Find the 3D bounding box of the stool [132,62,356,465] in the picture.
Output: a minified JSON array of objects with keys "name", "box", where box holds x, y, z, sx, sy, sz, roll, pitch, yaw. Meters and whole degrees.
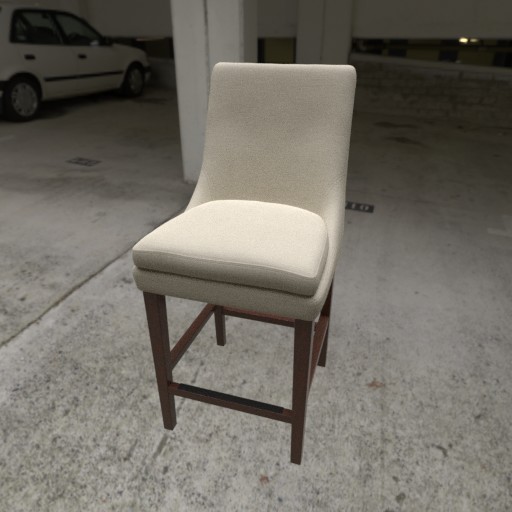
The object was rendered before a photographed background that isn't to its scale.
[{"name":"stool","box":[0.000,0.000,1.268,0.470,0.981,0.577,8,28,16]}]
